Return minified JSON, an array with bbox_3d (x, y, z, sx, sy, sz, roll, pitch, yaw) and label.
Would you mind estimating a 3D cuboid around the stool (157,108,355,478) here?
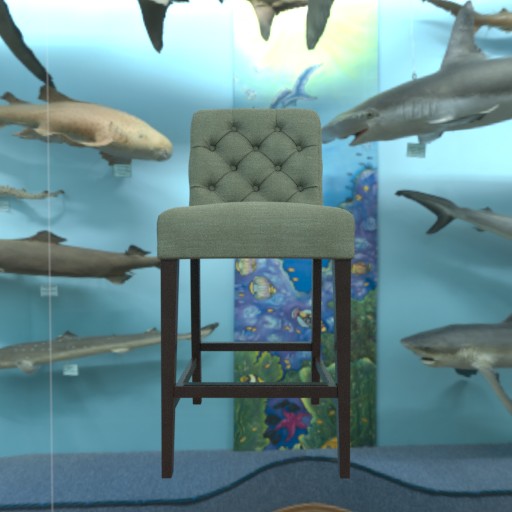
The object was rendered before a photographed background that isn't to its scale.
[{"bbox_3d":[0.000,0.000,1.393,0.486,1.084,0.660,0,1,0],"label":"stool"}]
